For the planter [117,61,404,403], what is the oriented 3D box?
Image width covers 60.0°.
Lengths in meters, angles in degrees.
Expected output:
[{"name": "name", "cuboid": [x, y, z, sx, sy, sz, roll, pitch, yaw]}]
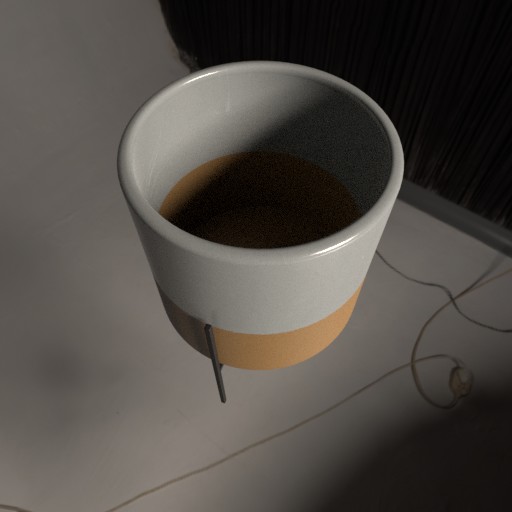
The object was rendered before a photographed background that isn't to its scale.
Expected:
[{"name": "planter", "cuboid": [0.000, 0.000, 0.645, 0.310, 0.432, 0.310, 32, 62, 19]}]
